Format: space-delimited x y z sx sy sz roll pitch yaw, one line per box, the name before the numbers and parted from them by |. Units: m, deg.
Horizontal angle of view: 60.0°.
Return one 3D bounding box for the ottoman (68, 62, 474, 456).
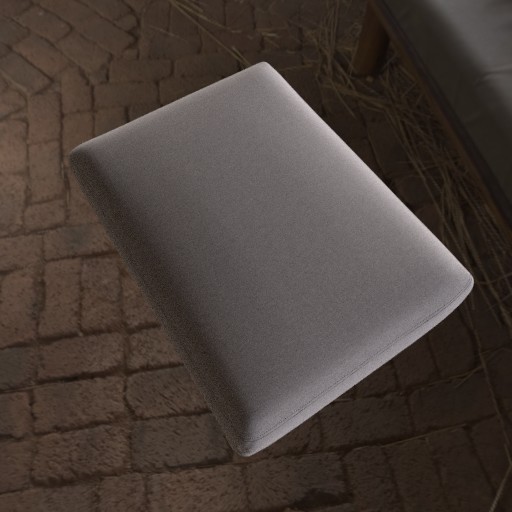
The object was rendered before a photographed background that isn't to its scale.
ottoman | 0.000 0.000 1.111 0.574 0.497 0.773 -31 68 -14
